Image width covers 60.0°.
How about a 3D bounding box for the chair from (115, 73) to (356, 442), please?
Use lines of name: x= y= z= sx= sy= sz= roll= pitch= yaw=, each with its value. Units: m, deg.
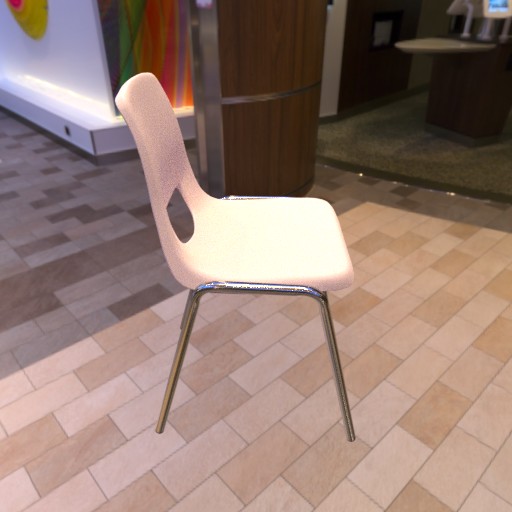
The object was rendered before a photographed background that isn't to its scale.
chair: x=0.000 y=0.000 z=0.928 sx=0.436 sy=0.704 sz=0.381 roll=1 pitch=32 yaw=1
